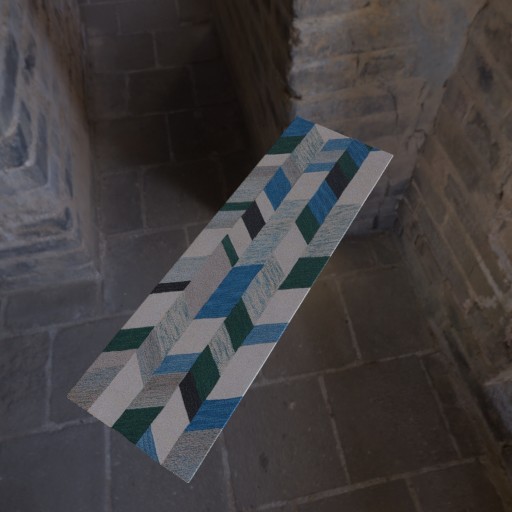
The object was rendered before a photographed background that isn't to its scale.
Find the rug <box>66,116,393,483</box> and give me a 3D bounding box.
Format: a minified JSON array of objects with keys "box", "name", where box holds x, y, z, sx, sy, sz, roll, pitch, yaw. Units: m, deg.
[{"box":[0.000,0.000,2.687,0.774,0.008,2.437,28,62,16],"name":"rug"}]
